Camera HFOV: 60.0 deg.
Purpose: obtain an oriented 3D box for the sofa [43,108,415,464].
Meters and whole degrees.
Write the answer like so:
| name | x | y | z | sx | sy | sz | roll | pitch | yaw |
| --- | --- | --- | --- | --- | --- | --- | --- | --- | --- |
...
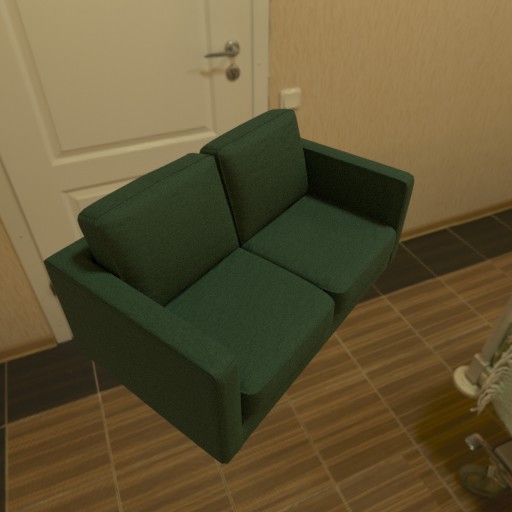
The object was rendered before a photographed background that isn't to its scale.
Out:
| name | x | y | z | sx | sy | sz | roll | pitch | yaw |
| --- | --- | --- | --- | --- | --- | --- | --- | --- | --- |
| sofa | 0.000 | 0.000 | 1.998 | 0.879 | 0.899 | 1.430 | 26 | 47 | 28 |
